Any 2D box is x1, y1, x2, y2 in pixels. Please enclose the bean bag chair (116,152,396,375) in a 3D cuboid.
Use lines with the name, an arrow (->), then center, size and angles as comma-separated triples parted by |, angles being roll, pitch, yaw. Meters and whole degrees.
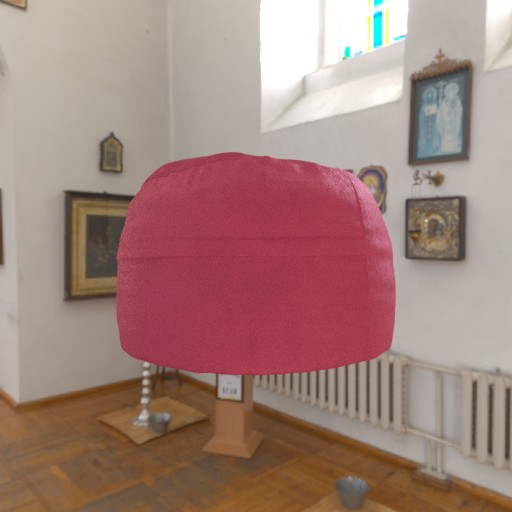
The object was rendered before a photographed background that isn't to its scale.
bean bag chair -> 0.000, 0.000, 2.021 | 1.218, 0.788, 1.218 | 0, 0, 0
